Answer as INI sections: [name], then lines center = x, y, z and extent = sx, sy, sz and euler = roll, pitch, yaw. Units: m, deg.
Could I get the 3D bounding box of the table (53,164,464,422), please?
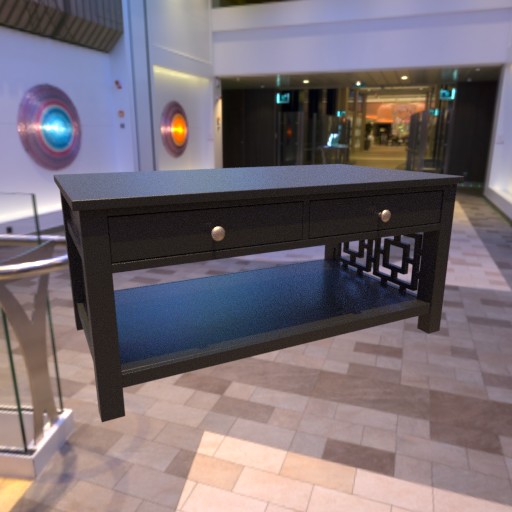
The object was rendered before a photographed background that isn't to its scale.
[table]
center = 0.000, 0.000, 1.379
extent = 1.068, 0.493, 0.612
euler = -8, 17, -26
